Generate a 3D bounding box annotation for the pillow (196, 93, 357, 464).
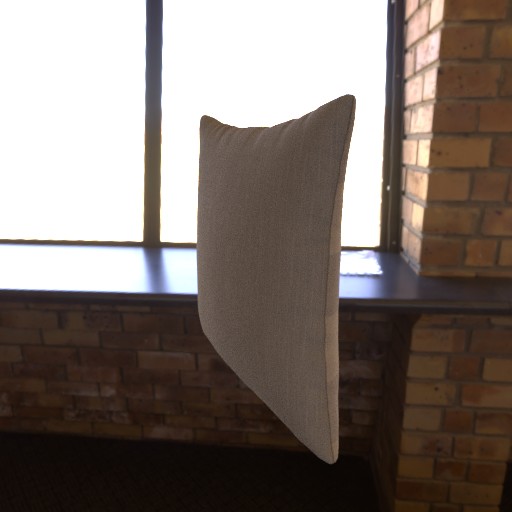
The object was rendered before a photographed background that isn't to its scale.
[{"bbox_3d":[0.000,0.000,0.797,0.161,0.509,0.511,-7,16,-25],"label":"pillow"}]
